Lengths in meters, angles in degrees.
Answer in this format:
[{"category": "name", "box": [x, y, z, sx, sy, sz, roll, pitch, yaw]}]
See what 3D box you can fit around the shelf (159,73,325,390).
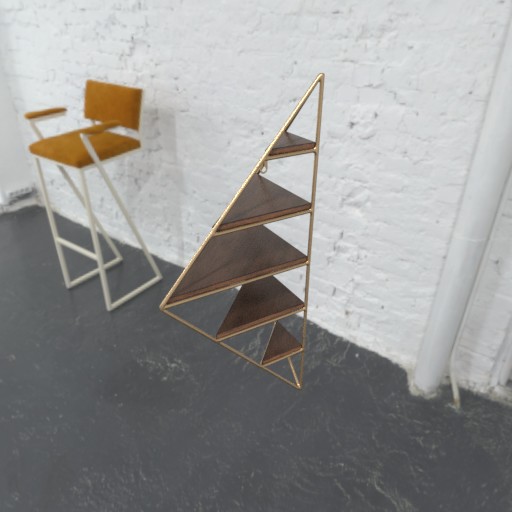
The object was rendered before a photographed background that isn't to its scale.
[{"category": "shelf", "box": [0.000, 0.000, 1.175, 0.294, 0.913, 0.564, 7, 31, 13]}]
